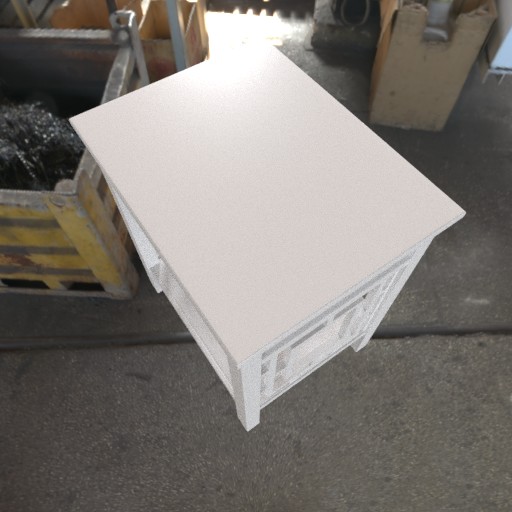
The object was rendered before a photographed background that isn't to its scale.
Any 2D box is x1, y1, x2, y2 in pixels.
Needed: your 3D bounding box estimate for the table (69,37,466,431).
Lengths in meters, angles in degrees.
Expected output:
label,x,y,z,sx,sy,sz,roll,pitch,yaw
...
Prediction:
label,x,y,z,sx,sy,sz,roll,pitch,yaw
table,0.000,0.000,1.040,0.451,0.646,0.564,-31,64,-17
